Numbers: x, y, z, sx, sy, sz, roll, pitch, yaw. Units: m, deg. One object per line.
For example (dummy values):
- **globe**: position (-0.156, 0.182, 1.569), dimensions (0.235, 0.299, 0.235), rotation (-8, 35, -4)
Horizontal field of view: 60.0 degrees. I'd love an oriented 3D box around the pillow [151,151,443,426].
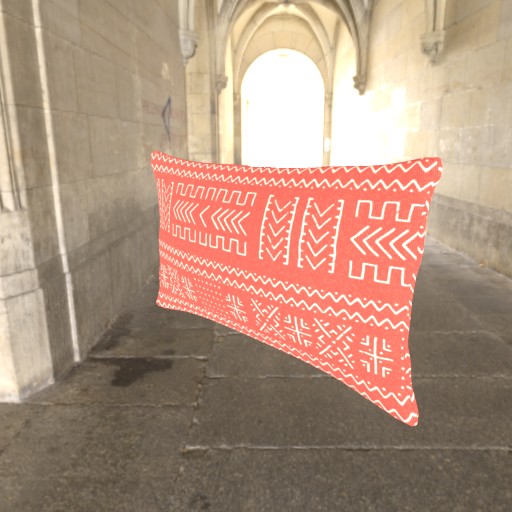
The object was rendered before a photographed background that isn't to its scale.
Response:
- **pillow**: position (0.000, 0.000, 0.778), dimensions (0.130, 0.352, 0.640), rotation (-13, 19, -42)
